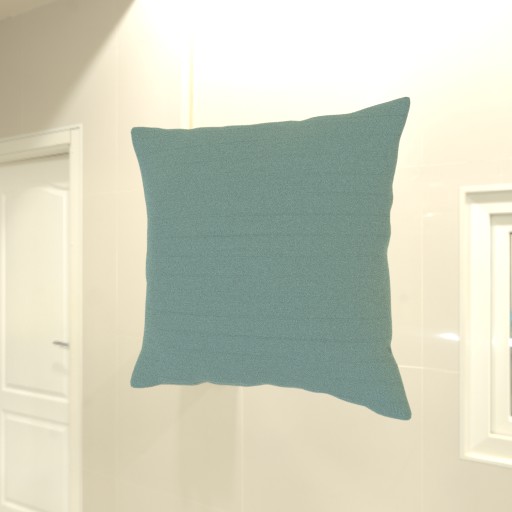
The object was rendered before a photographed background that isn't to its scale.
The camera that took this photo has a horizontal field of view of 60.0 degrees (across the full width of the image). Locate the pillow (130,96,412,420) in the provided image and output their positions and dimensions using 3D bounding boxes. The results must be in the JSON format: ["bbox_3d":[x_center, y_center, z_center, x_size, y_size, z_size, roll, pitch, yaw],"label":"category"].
[{"bbox_3d":[0.000,0.000,0.710,0.470,0.464,0.175,0,0,19],"label":"pillow"}]
